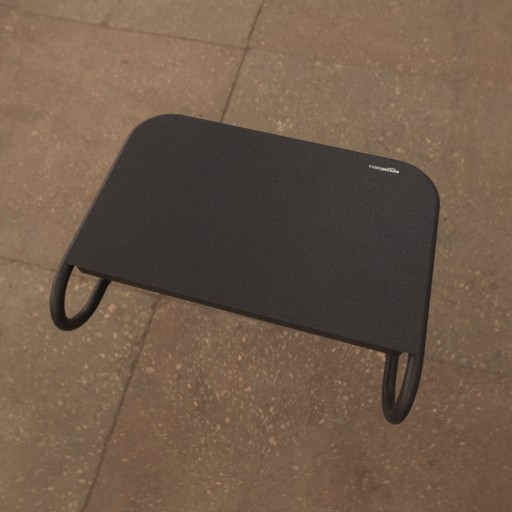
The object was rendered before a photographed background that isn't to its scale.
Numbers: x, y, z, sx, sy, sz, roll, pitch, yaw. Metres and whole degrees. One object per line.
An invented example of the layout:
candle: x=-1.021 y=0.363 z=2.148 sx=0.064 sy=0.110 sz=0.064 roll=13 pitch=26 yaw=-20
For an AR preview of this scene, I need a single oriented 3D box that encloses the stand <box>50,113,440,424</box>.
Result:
stand: x=0.000 y=0.000 z=0.511 sx=0.370 sy=0.108 sz=0.280 roll=14 pitch=64 yaw=7
